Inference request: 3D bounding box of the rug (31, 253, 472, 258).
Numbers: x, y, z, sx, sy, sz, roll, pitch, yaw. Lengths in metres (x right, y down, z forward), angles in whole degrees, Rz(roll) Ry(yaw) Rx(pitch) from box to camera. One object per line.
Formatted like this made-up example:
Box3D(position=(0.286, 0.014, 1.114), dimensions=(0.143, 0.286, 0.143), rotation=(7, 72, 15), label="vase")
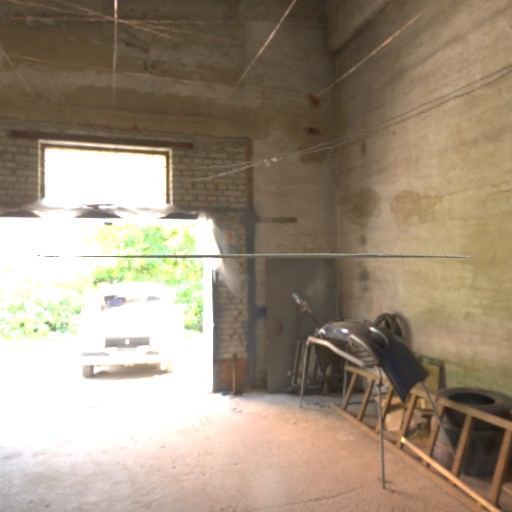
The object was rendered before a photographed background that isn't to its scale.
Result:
Box3D(position=(0.000, 0.000, 3.696), dimensions=(2.897, 0.035, 2.277), rotation=(0, -1, 36), label="rug")
